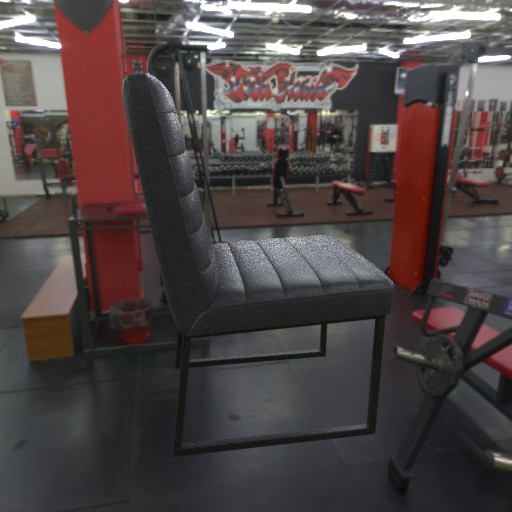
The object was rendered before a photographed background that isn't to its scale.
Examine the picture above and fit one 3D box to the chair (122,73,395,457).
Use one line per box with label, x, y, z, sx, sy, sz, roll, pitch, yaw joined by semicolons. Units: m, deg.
chair;0.000;0.000;1.278;0.634;0.930;0.520;-3;16;-9
